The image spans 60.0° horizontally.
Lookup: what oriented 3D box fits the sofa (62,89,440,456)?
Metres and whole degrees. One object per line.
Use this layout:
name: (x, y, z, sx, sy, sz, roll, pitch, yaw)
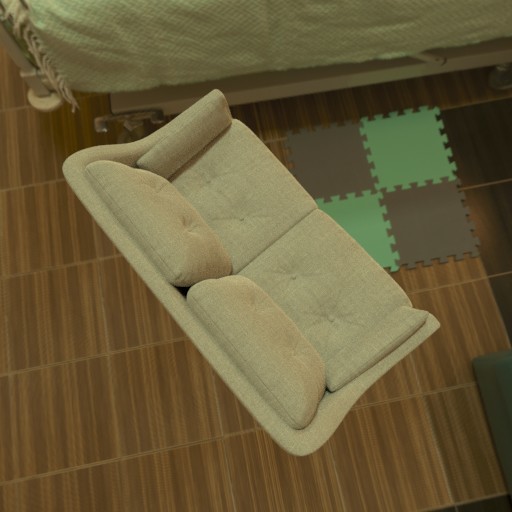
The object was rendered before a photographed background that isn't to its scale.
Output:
sofa: (0.000, 0.000, 2.223, 0.965, 0.888, 1.652, -39, 79, -10)
